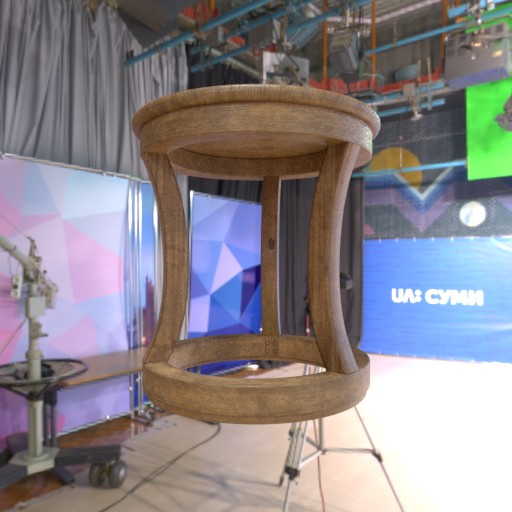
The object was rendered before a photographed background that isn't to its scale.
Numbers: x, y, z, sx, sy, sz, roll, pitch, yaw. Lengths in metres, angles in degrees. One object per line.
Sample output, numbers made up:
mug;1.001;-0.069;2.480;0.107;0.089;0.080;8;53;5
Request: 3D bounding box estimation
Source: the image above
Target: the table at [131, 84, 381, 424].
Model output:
table;0.000;0.000;0.800;0.432;0.460;0.432;0;0;0
